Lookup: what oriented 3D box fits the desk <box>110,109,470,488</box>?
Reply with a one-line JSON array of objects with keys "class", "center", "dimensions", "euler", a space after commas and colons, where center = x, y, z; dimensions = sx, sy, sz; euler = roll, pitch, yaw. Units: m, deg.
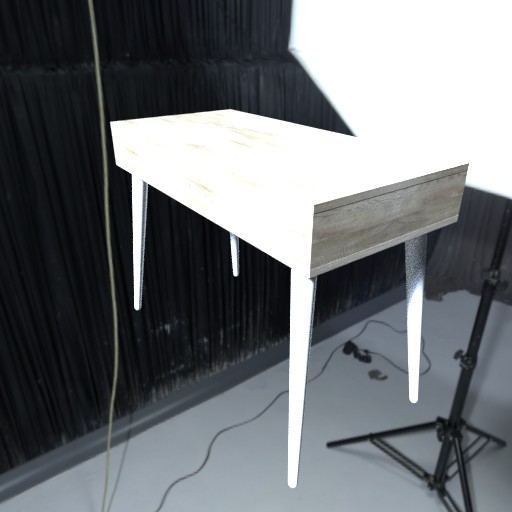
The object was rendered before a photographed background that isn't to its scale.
[{"class": "desk", "center": [0.000, 0.000, 1.381], "dimensions": [0.491, 0.723, 0.979], "euler": [-18, 32, -32]}]
